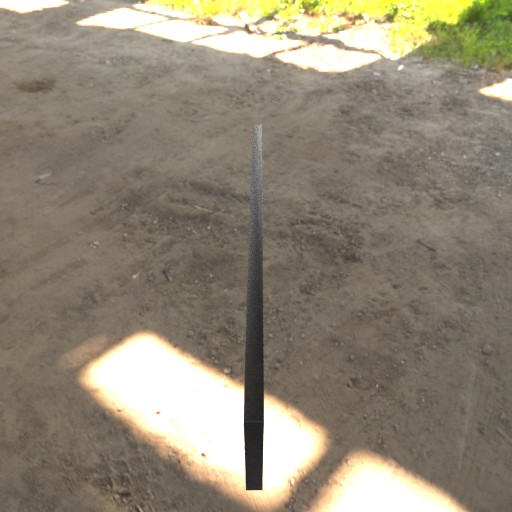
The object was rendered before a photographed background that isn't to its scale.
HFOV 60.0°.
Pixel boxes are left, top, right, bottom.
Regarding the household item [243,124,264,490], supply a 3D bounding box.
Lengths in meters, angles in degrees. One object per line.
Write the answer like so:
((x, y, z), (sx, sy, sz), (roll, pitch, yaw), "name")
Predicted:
((0.000, 0.000, 1.088), (0.030, 0.236, 1.001), (0, 41, 0), "household item")
